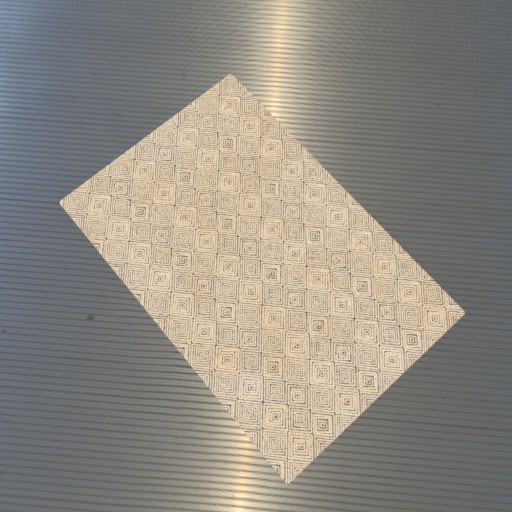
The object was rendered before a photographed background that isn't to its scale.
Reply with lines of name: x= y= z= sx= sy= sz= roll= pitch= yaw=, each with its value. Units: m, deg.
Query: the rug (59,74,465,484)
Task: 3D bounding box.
rug: x=0.000 y=0.000 z=2.243 sx=1.175 sy=0.008 sz=1.783 roll=-40 pitch=79 yaw=-9
